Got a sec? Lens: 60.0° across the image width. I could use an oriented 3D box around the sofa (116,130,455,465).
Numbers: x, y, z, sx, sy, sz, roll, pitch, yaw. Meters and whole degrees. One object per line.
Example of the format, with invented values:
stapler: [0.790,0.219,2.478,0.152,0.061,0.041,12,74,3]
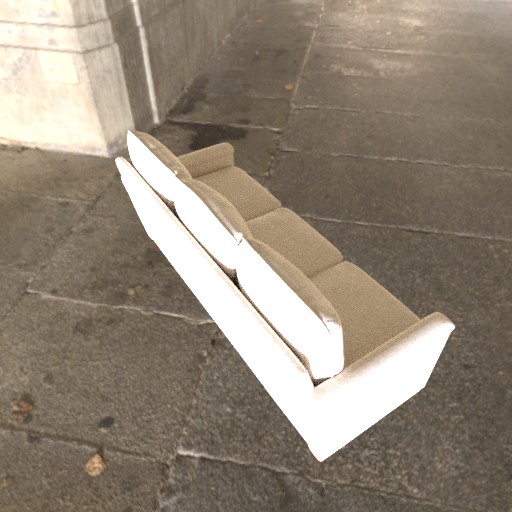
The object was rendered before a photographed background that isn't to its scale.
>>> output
sofa: [0.000,0.000,2.415,0.828,0.961,1.925,-24,48,-24]
